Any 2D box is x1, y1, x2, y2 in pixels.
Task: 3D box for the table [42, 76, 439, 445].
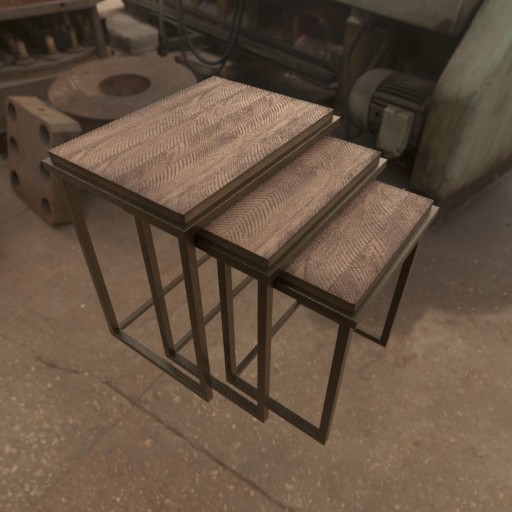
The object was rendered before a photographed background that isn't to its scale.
[{"bbox_3d":[0.000,0.000,1.131,0.706,0.610,0.559,26,48,26],"label":"table"}]
